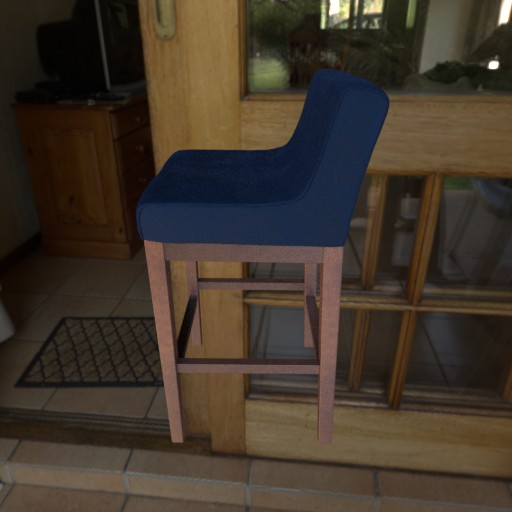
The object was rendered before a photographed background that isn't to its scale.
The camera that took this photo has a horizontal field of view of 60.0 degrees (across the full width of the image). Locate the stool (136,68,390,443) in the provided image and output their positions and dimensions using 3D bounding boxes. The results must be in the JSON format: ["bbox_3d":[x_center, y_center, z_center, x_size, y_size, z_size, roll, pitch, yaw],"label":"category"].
[{"bbox_3d":[0.000,0.000,1.238,0.516,0.945,0.511,0,26,0],"label":"stool"}]
